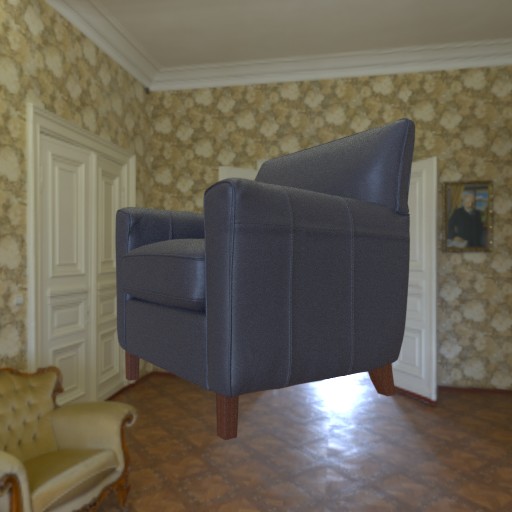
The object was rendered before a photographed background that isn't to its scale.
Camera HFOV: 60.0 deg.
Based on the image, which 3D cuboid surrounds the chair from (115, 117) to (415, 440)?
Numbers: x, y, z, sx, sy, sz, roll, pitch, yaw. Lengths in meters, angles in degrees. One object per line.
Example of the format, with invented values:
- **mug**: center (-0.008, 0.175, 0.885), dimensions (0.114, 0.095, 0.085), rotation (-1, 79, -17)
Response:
- **chair**: center (0.000, 0.000, 1.618), dimensions (0.825, 0.943, 0.870), rotation (1, -1, -36)
